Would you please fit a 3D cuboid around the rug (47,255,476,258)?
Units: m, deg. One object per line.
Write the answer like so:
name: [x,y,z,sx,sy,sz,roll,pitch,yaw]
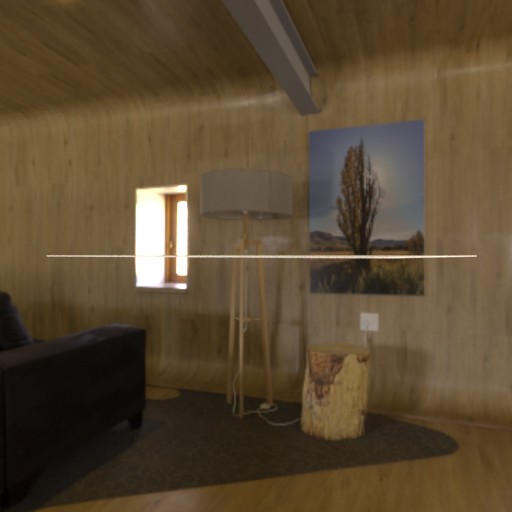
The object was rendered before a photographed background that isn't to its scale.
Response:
rug: [0.000,0.000,2.830,2.286,0.006,1.524,0,0,37]
